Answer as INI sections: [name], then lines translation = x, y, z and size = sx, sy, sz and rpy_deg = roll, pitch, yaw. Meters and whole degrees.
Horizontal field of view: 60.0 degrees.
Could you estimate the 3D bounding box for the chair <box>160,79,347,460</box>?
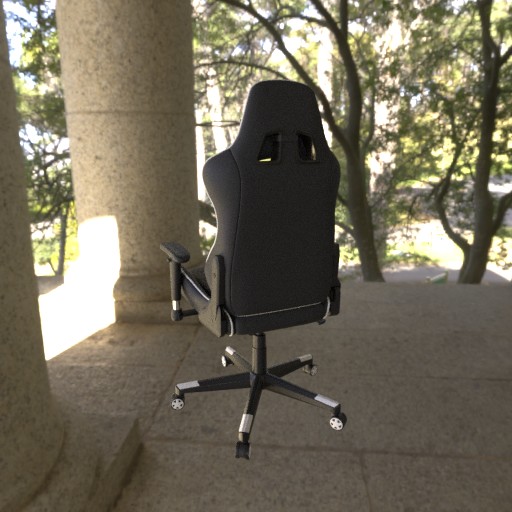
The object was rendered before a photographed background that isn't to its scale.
[chair]
translation = 0.000, 0.000, 1.728
size = 0.700, 1.240, 0.700
rpy_deg = -7, 15, -24
